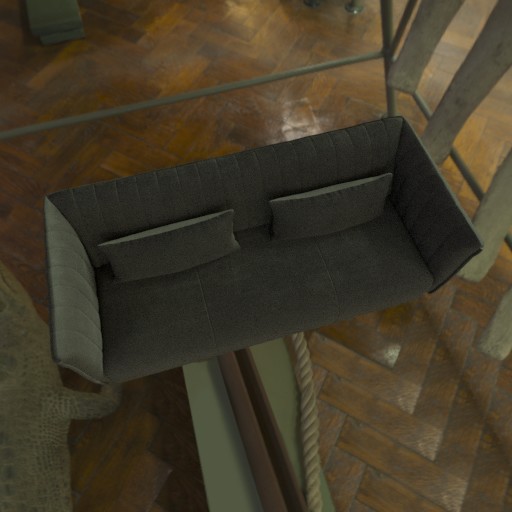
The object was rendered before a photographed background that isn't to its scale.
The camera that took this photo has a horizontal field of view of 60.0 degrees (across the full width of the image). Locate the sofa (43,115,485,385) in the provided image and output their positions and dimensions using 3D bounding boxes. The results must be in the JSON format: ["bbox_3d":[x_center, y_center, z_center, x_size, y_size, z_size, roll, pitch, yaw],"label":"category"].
[{"bbox_3d":[0.000,0.000,2.388,1.980,0.780,0.876,-14,63,-7],"label":"sofa"}]
